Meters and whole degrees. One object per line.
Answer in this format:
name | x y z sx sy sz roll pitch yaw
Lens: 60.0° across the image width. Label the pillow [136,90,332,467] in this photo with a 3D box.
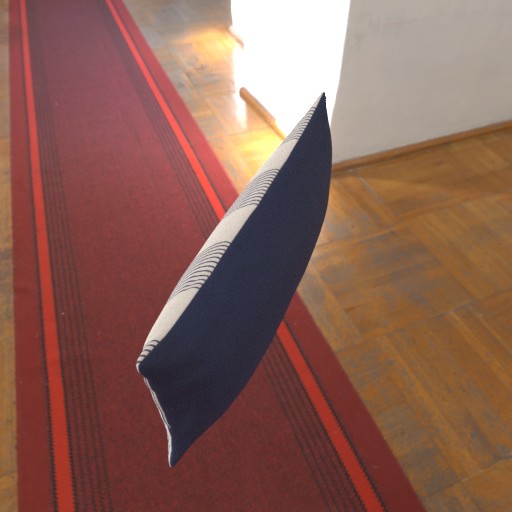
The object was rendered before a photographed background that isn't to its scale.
pillow | 0.000 0.000 0.718 0.151 0.287 0.610 17 49 16
